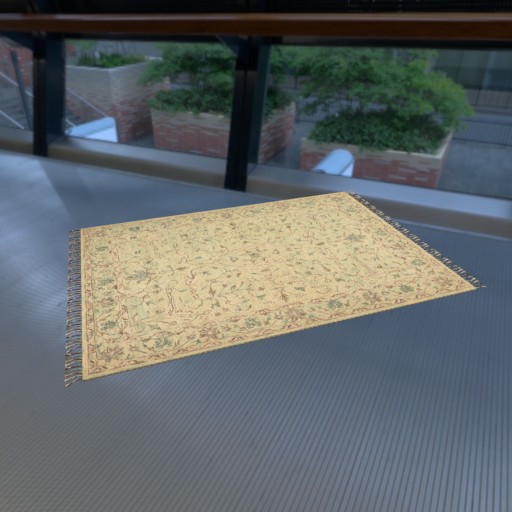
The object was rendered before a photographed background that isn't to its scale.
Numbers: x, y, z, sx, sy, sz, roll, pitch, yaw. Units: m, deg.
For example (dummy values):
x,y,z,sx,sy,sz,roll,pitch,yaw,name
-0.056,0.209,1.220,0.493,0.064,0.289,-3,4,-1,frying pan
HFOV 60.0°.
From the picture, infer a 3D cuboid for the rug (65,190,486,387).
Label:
x,y,z,sx,sy,sz,roll,pitch,yaw,name
0.000,0.000,2.258,1.802,0.008,1.247,-10,32,-16,rug
